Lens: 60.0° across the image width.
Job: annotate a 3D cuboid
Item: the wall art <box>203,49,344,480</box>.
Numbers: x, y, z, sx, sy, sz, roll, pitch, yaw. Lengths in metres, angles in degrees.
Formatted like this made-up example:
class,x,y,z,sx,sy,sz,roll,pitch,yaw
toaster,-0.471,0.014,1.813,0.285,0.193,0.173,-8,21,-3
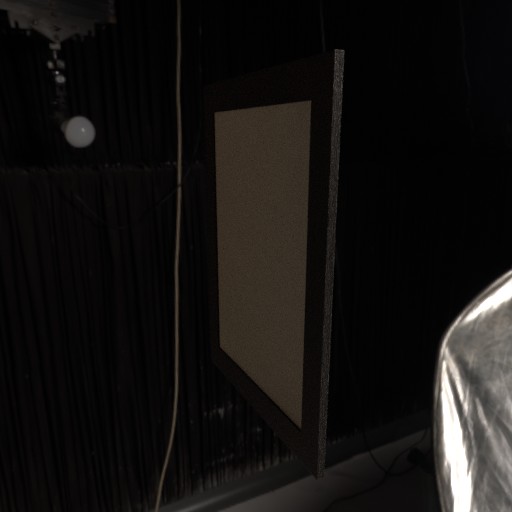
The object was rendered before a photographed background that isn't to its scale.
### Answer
class,x,y,z,sx,sy,sz,roll,pitch,yaw
wall art,0.000,0.000,0.658,0.013,0.508,0.359,-8,17,-27
